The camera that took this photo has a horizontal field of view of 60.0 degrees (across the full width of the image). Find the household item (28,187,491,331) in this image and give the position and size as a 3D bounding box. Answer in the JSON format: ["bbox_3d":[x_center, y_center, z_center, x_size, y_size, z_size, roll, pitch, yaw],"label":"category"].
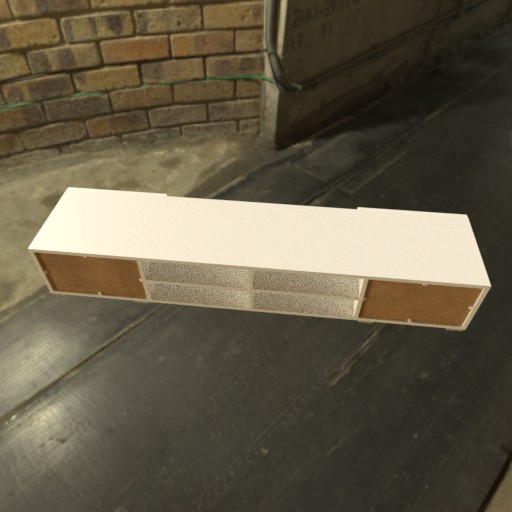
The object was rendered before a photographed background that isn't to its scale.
[{"bbox_3d":[0.000,0.000,2.015,1.850,0.310,0.420,5,46,4],"label":"household item"}]
